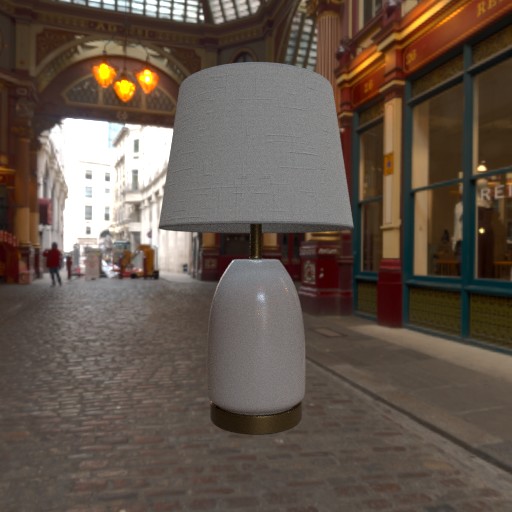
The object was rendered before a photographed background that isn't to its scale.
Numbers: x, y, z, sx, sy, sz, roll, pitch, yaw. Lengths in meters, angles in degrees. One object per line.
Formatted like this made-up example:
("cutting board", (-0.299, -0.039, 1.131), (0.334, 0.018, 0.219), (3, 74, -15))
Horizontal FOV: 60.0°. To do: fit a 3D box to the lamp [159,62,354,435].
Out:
("lamp", (0.000, 0.000, 0.665), (0.285, 0.483, 0.285), (0, 1, 0))
